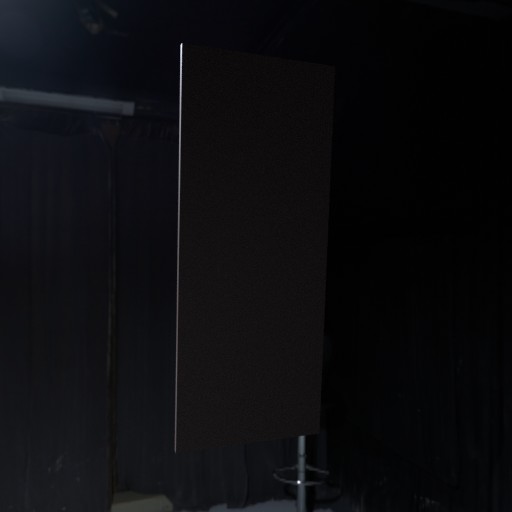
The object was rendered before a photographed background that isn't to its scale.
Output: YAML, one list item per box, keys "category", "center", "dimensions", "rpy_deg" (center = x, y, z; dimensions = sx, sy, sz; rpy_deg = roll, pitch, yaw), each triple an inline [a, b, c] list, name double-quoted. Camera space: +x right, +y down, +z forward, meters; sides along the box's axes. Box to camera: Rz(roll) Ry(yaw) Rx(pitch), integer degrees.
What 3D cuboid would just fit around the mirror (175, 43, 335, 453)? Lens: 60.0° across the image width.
- category: "mirror"
  center: [0.000, 0.000, 2.326]
  dimensions: [0.812, 2.020, 0.221]
  rpy_deg: [0, 0, -18]
